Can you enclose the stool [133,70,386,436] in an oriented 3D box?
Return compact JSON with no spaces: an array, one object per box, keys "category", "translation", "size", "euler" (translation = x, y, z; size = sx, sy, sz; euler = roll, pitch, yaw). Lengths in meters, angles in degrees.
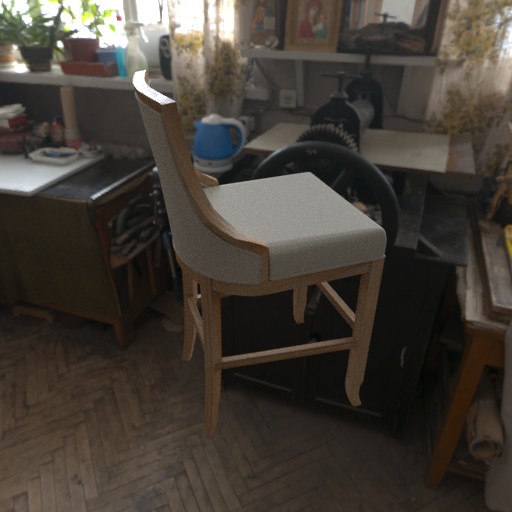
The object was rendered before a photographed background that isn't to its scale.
[{"category":"stool","translation":[0.000,0.000,1.449],"size":[0.626,1.101,0.524],"euler":[-11,33,-17]}]
